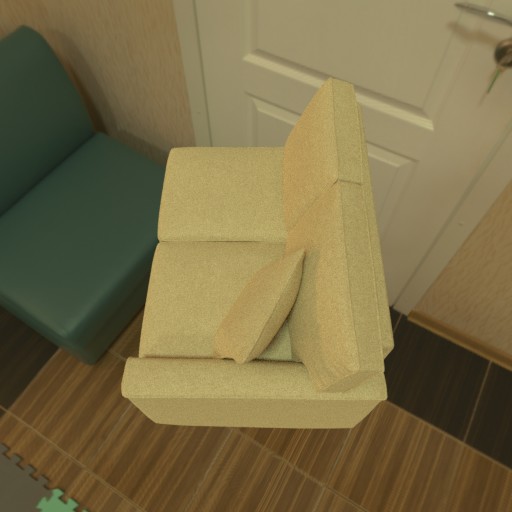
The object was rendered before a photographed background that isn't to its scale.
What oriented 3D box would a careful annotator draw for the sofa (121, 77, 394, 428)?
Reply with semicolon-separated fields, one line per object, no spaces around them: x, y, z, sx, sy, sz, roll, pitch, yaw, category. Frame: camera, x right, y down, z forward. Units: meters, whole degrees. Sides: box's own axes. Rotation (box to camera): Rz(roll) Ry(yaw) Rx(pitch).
0.000;0.000;2.082;0.991;0.989;1.388;1;60;1;sofa
